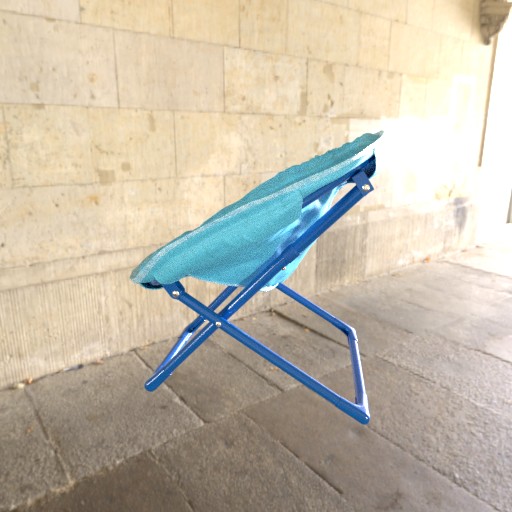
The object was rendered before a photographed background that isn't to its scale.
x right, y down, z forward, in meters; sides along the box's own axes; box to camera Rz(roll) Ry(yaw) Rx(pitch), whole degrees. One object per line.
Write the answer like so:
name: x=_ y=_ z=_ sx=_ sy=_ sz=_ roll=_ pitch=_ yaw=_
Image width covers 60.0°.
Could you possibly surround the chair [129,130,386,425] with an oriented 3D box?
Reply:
chair: x=0.000 y=0.000 z=0.877 sx=0.465 sy=0.478 sz=0.520 roll=2 pitch=15 yaw=8
